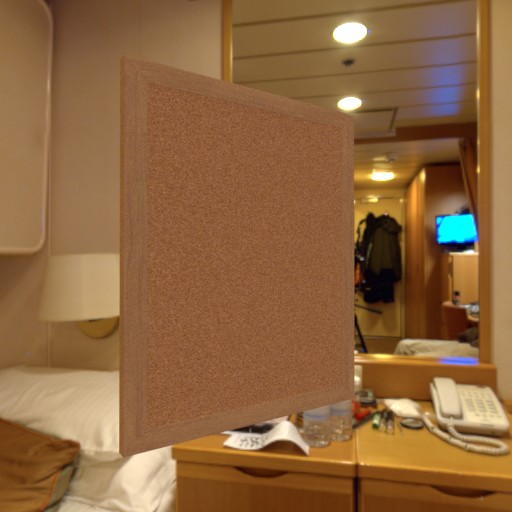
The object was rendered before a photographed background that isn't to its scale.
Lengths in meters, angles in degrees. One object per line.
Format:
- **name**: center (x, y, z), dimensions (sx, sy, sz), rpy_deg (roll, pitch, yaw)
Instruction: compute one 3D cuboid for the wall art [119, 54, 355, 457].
- **wall art**: center (0.000, 0.000, 0.755), dimensions (0.460, 0.561, 0.020), rpy_deg (0, -1, -35)
